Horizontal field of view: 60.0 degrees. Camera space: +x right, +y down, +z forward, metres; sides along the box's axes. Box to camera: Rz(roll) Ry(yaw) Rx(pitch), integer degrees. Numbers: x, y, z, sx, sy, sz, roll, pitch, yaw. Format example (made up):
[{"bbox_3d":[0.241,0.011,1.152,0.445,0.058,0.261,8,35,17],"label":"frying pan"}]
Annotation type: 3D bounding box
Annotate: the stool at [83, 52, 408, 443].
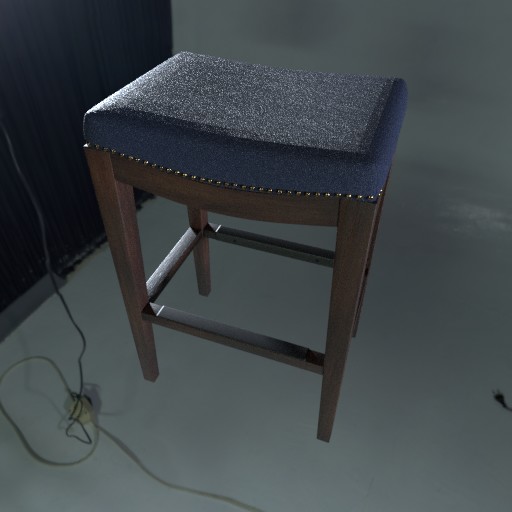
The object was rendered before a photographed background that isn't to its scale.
[{"bbox_3d":[0.000,0.000,0.993,0.498,0.740,0.358,14,43,15],"label":"stool"}]
